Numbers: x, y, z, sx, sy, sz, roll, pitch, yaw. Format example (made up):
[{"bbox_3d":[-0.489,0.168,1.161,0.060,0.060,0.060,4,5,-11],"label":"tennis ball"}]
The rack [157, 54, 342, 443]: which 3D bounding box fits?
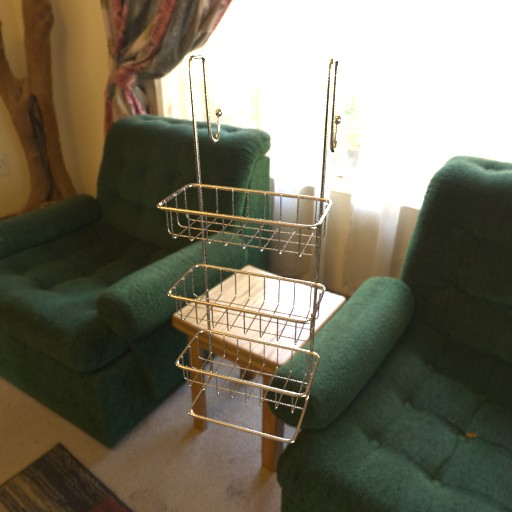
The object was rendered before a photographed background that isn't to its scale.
[{"bbox_3d":[0.000,0.000,0.699,0.228,0.574,0.202,9,29,17],"label":"rack"}]
